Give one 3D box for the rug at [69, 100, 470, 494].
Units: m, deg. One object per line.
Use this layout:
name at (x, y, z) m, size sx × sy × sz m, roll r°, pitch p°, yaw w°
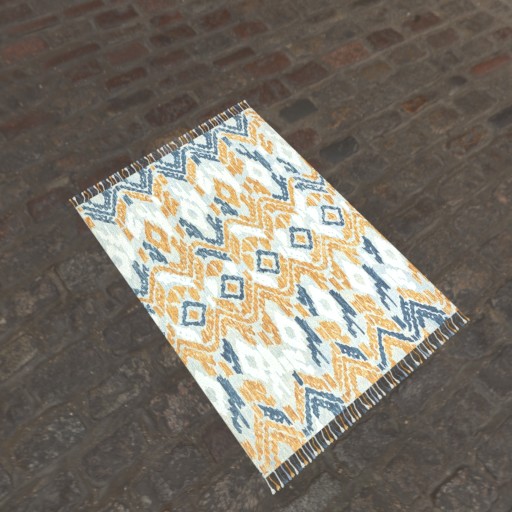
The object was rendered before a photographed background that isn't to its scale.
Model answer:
rug at (0.000, 0.000, 2.306) m, size 1.230 × 0.008 × 1.827 m, roll -35°, pitch 69°, yaw -16°
